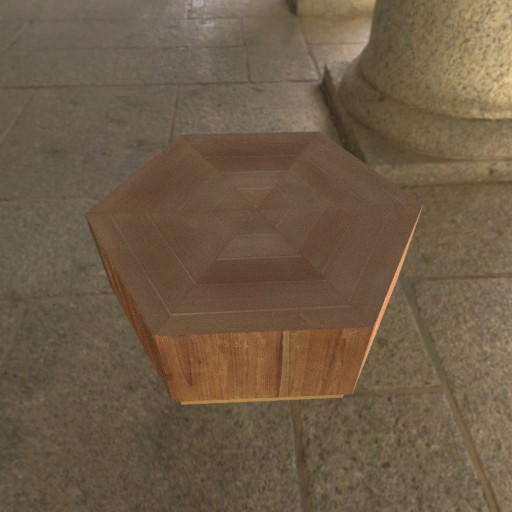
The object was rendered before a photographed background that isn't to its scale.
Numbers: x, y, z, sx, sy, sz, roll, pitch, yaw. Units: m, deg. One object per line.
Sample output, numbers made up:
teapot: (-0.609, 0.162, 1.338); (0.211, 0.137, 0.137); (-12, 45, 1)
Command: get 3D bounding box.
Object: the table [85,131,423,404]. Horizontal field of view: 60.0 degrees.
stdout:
table: (0.000, 0.000, 1.673); (1.000, 0.456, 1.154); (-25, 51, -22)
